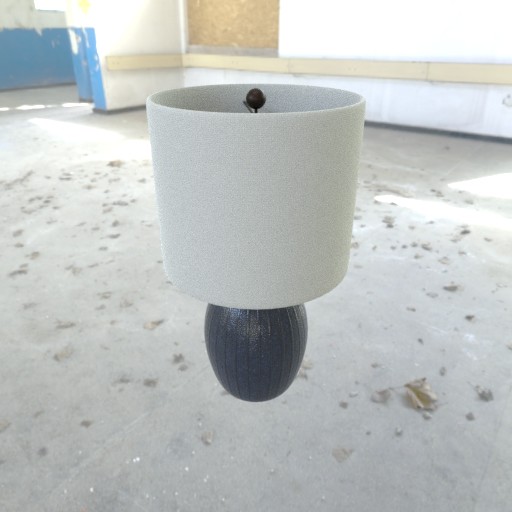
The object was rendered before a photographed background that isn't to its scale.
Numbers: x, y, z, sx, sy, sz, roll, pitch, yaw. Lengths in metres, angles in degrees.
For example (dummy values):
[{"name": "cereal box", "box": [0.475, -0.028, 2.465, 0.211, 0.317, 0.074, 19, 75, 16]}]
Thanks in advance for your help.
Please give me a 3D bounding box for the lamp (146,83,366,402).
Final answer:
[{"name": "lamp", "box": [0.000, 0.000, 0.800, 0.329, 0.570, 0.329, 19, 33, 32]}]
